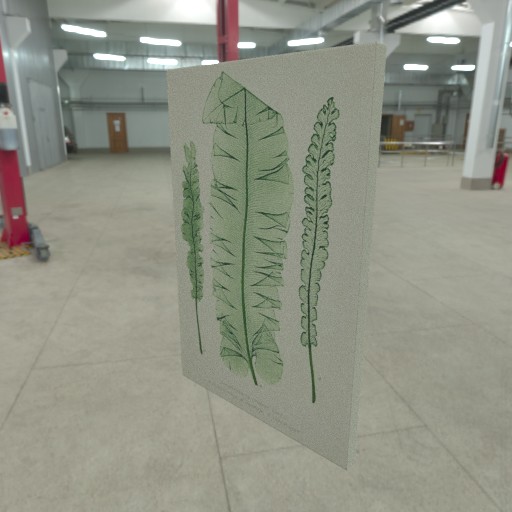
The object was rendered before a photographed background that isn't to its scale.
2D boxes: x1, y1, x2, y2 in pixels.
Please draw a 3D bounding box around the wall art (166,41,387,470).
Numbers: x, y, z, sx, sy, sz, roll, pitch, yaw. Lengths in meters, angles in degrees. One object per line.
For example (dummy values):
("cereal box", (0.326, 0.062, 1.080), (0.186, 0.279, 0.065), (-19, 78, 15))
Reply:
("wall art", (0.000, 0.000, 1.118), (0.610, 0.914, 0.038), (15, 22, 40))
